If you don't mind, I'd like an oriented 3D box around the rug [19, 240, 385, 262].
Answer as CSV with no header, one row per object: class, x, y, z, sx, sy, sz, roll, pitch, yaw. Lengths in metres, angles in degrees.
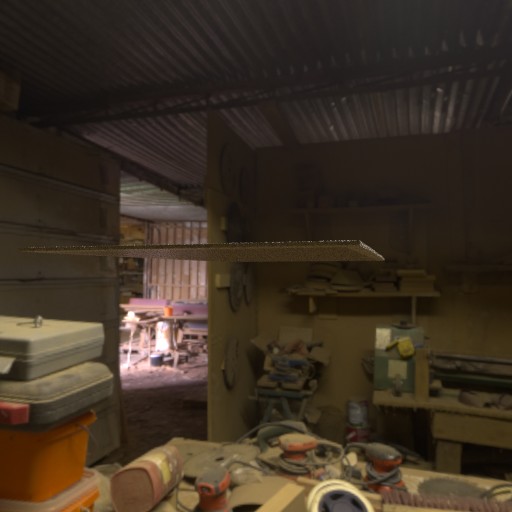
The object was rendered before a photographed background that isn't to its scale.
rug,0.000,0.000,2.874,1.532,0.018,2.297,-1,-2,18
